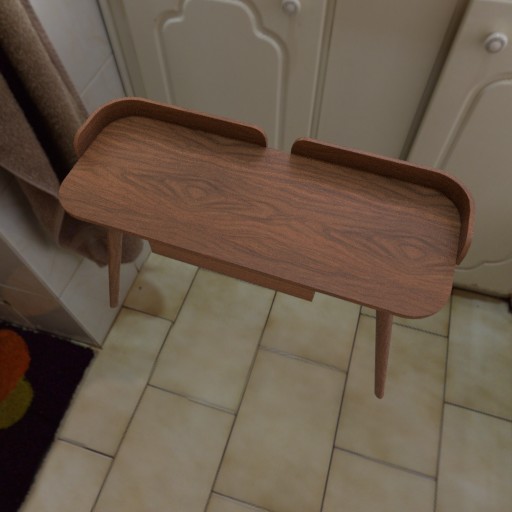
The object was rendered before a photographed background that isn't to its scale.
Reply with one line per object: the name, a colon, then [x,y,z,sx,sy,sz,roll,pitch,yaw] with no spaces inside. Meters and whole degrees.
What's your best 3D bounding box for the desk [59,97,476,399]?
desk: [0.000,0.000,1.664,1.256,0.800,0.486,17,59,10]
